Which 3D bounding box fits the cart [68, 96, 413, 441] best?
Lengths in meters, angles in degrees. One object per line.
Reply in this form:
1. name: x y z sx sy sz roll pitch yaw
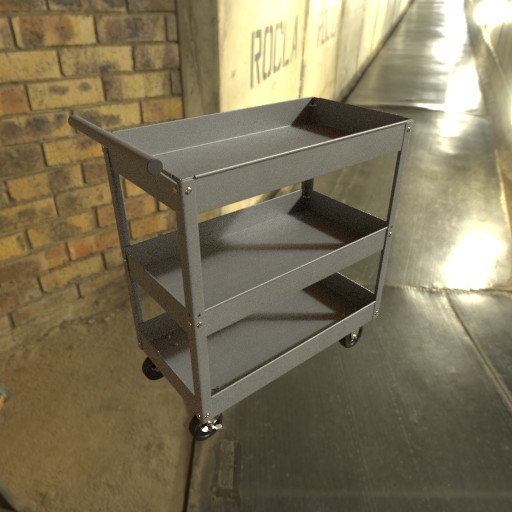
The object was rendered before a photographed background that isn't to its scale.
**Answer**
1. cart: 0.000 0.000 1.193 0.719 0.780 0.366 -22 37 -32
